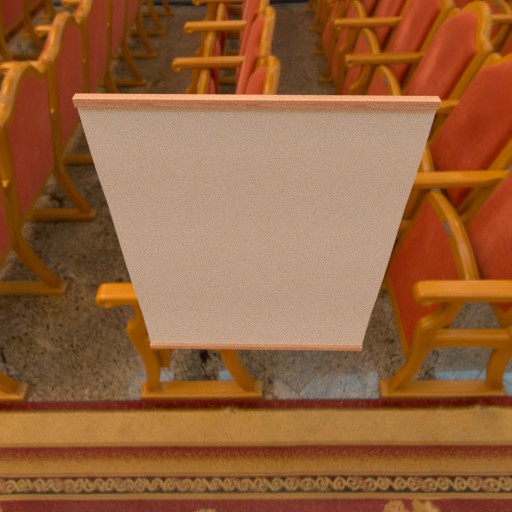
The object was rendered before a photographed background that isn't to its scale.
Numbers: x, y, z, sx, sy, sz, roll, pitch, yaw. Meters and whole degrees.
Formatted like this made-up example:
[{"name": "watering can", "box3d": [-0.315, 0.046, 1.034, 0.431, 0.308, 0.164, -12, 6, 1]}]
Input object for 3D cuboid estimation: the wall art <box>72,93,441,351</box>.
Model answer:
[{"name": "wall art", "box3d": [0.000, 0.000, 0.675, 0.406, 0.508, 0.013, 1, 46, 1]}]
